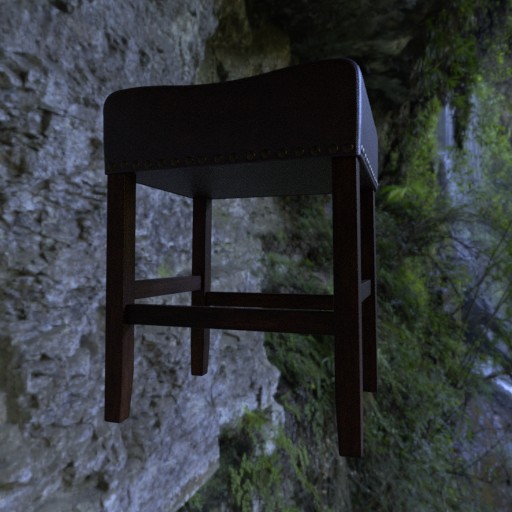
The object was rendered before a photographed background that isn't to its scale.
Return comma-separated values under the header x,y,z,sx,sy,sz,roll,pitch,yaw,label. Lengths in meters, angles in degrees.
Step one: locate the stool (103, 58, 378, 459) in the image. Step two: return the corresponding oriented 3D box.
x,y,z,sx,sy,sz,roll,pitch,yaw,label
0.000,0.000,0.914,0.465,0.608,0.397,0,0,19,stool
